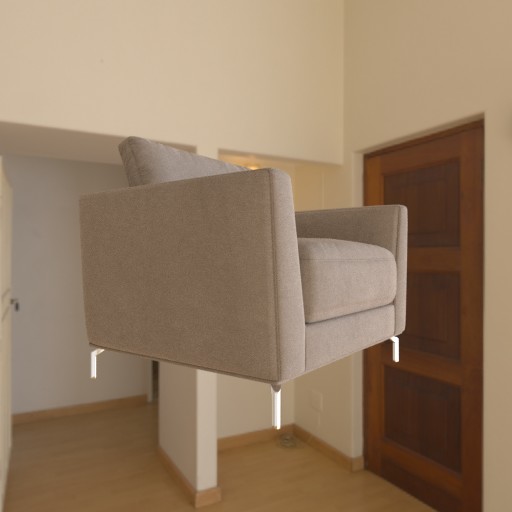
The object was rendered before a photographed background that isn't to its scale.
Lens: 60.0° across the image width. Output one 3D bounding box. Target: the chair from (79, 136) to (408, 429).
[{"bbox_3d":[0.000,0.000,1.698,0.889,0.864,1.041,0,0,36],"label":"chair"}]
